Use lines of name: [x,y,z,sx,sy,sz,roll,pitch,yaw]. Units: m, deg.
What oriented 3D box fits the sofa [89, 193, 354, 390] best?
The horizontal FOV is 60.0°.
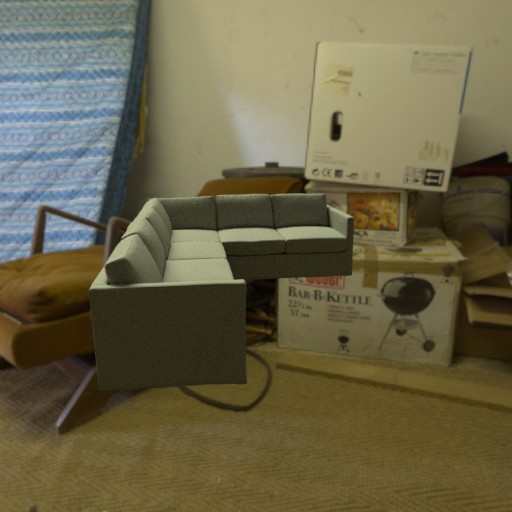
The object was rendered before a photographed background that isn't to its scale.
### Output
sofa: [0.000,0.000,4.302,2.432,0.871,3.182,-2,15,-8]
